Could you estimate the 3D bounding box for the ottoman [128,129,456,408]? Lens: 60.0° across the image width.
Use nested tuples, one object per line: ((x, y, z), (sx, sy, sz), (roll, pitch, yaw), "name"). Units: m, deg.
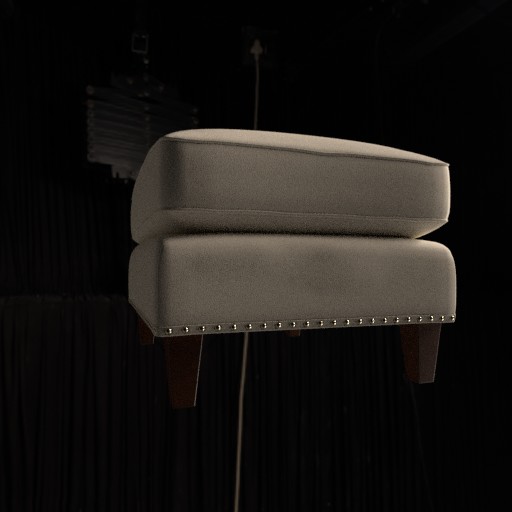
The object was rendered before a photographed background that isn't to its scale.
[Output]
((0.000, 0.000, 1.118), (0.584, 0.513, 0.741), (1, -2, -19), "ottoman")
